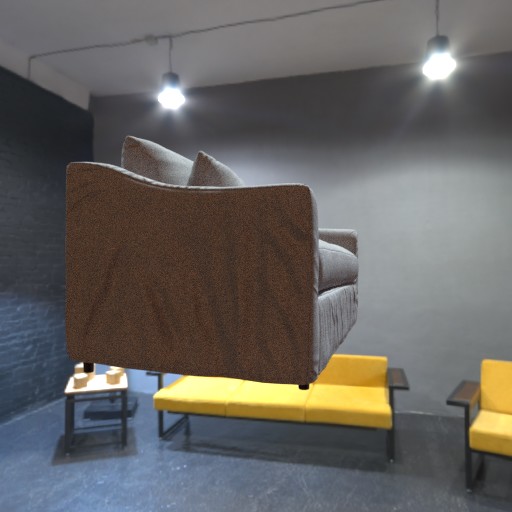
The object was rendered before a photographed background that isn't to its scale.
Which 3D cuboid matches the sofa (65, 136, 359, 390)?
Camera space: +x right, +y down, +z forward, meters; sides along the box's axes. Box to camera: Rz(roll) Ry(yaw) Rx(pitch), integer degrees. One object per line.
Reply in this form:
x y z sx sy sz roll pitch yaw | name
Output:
0.000 0.000 2.619 1.072 1.018 2.010 0 -1 17 | sofa
